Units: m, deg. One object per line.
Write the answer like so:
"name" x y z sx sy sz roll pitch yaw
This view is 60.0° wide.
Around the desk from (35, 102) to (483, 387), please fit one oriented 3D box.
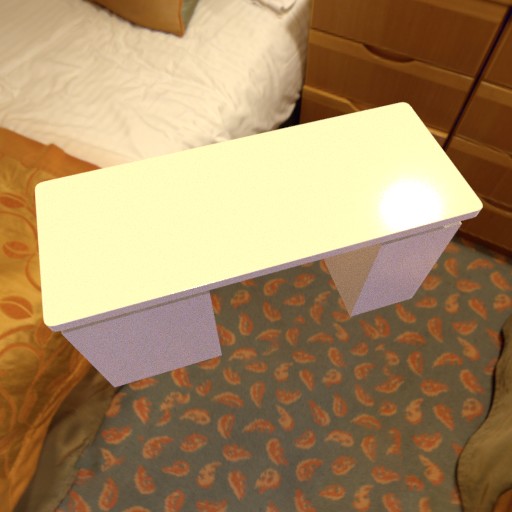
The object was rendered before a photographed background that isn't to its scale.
"desk" 0.000 0.000 1.795 1.400 0.762 0.550 -15 59 -9
